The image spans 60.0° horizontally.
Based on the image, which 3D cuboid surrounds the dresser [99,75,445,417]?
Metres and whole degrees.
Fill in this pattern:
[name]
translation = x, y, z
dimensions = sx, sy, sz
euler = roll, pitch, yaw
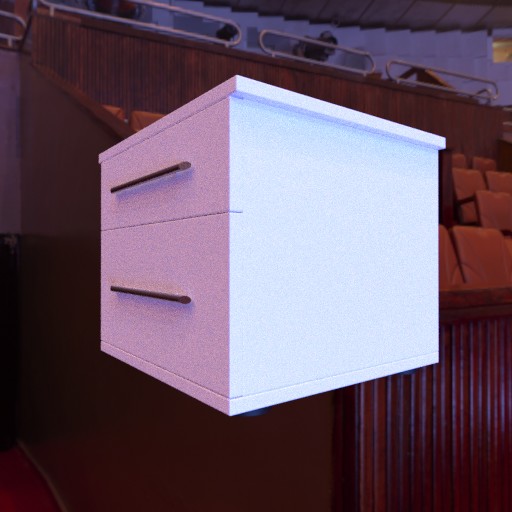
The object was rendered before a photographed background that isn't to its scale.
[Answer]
[dresser]
translation = 0.000, 0.000, 0.726
dimensions = 0.400, 0.360, 0.430
euler = 0, 0, -37
